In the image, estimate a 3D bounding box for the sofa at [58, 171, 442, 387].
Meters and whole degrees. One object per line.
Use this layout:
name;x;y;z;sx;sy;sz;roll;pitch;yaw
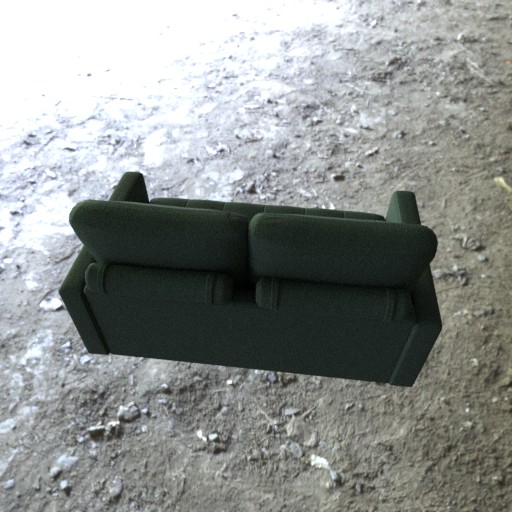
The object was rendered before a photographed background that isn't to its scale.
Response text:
sofa;0.000;0.000;1.940;1.407;0.907;0.842;5;46;5
